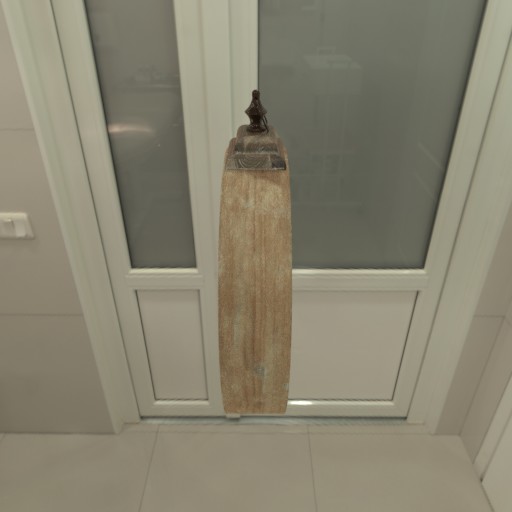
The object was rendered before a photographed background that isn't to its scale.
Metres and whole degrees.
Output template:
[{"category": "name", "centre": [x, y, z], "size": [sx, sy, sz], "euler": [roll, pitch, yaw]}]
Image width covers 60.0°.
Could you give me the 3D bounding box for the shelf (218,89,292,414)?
[{"category": "shelf", "centre": [0.000, 0.000, 1.012], "size": [0.125, 0.725, 0.601], "euler": [0, 32, 0]}]
